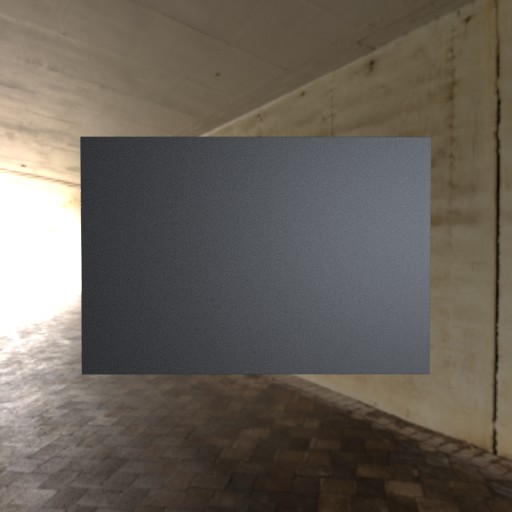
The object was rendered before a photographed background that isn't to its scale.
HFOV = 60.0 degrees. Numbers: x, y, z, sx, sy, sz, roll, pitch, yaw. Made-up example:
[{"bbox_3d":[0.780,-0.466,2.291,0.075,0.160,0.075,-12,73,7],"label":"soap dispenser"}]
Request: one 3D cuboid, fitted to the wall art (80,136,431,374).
[{"bbox_3d":[0.000,0.000,1.516,1.192,0.811,0.013,0,1,0],"label":"wall art"}]
